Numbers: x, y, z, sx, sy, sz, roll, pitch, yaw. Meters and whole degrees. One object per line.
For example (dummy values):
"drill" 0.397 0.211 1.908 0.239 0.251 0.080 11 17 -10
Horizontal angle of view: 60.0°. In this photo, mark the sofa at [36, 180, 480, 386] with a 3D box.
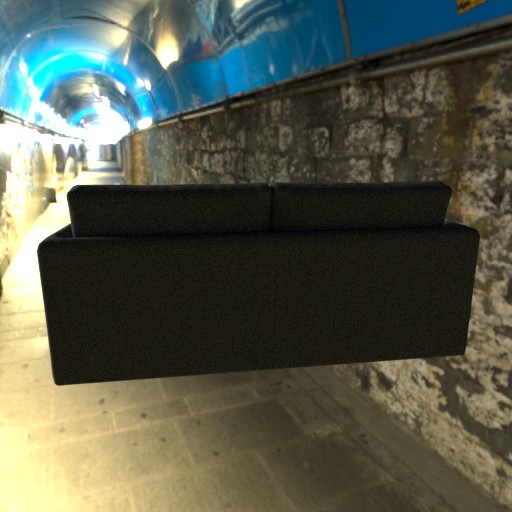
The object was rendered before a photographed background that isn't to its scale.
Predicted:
"sofa" 0.000 0.000 2.421 1.909 0.845 1.091 -2 14 -9
